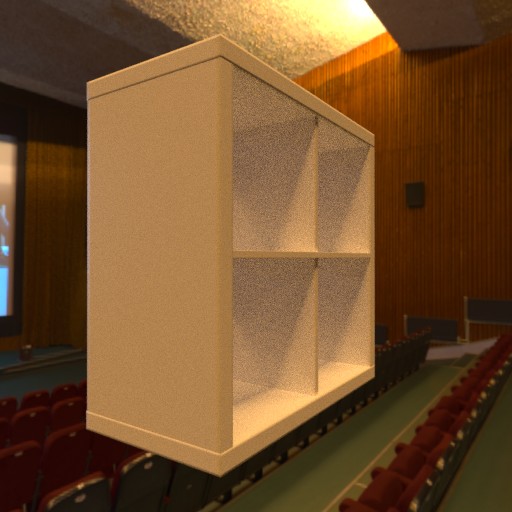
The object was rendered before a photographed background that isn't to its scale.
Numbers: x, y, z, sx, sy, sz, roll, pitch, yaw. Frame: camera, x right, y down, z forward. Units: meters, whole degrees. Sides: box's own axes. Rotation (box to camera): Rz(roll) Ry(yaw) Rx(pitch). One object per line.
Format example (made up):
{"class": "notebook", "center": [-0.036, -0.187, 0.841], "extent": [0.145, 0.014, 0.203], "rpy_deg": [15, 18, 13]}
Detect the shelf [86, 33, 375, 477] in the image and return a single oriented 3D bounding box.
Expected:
{"class": "shelf", "center": [0.000, 0.000, 1.221], "extent": [0.390, 0.786, 0.790], "rpy_deg": [0, 0, 34]}
